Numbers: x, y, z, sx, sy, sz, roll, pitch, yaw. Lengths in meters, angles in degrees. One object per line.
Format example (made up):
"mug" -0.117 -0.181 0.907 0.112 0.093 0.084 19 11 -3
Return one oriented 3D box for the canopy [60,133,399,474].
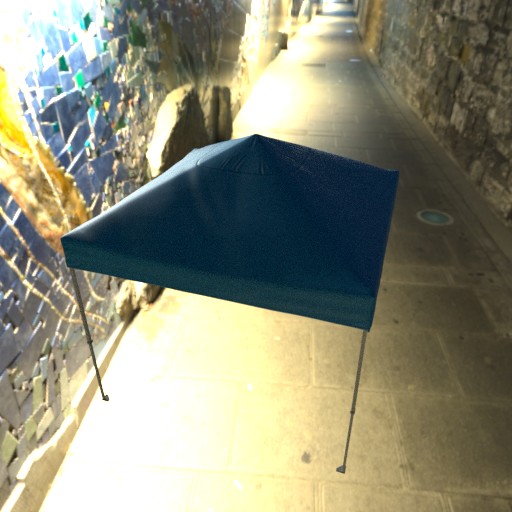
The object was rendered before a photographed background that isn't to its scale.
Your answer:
"canopy" 0.000 0.000 5.429 2.996 2.997 2.998 10 32 16
